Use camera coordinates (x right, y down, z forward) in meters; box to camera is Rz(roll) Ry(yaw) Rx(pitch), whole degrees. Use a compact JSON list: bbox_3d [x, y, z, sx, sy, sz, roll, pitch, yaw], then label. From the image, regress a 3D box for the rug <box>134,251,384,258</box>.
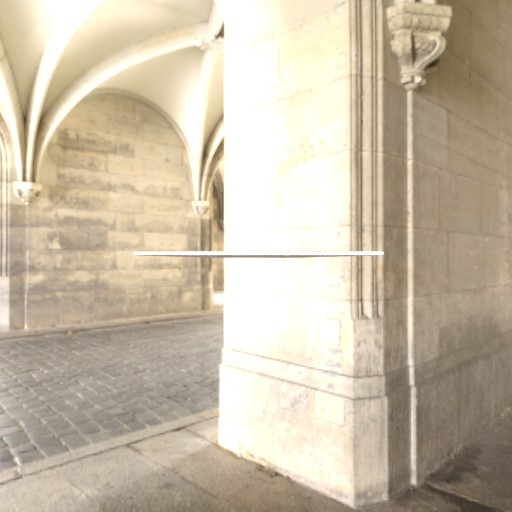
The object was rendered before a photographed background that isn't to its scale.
[{"bbox_3d":[0.000,0.000,2.718,0.855,0.017,2.452,0,0,-1],"label":"rug"}]
